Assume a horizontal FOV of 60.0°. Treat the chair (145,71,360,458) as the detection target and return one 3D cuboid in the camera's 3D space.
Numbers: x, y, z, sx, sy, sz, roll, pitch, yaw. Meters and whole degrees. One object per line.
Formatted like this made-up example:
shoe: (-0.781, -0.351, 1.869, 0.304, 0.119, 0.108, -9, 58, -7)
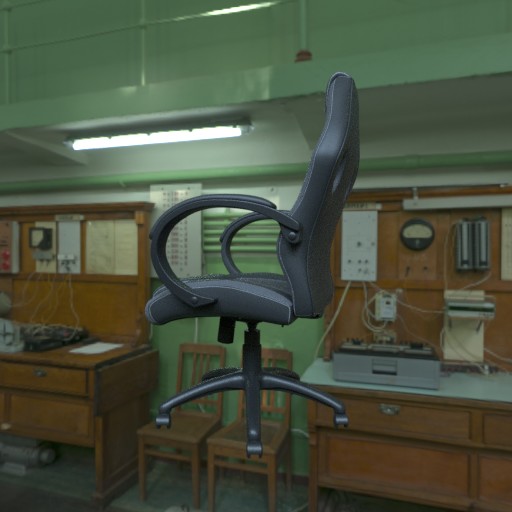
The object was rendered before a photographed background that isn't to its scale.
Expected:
chair: (0.000, 0.000, 1.625, 0.724, 1.187, 0.673, 0, 1, 17)
